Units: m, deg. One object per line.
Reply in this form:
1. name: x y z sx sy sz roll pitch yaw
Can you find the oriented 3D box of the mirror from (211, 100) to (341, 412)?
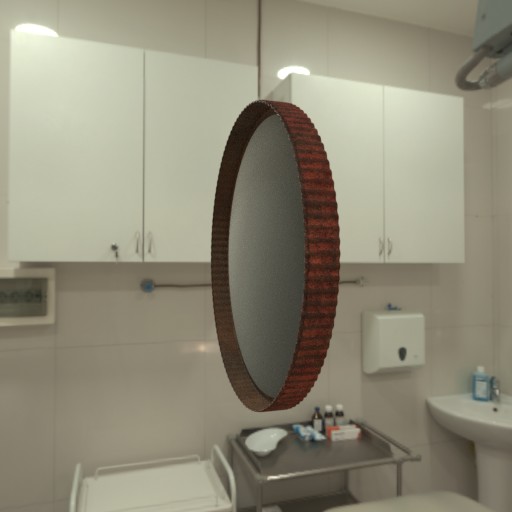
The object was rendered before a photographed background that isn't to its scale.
1. mirror: 0.000 0.000 0.917 0.056 0.609 0.609 0 -1 -18
